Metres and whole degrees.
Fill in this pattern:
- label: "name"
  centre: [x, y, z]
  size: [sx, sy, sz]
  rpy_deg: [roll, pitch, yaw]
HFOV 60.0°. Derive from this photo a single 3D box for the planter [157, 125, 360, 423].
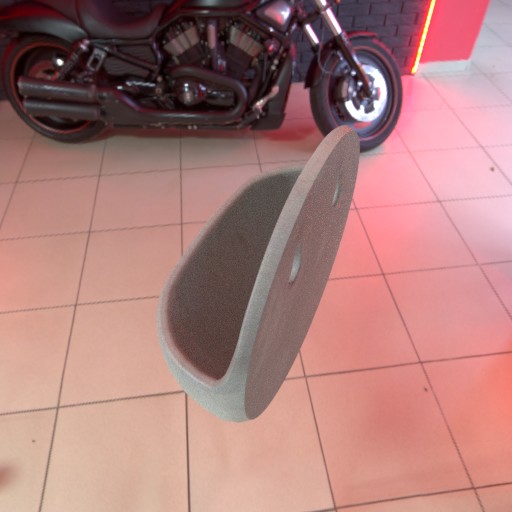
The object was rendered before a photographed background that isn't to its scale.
- label: "planter"
  centre: [0.000, 0.000, 0.271]
  size: [0.073, 0.164, 0.190]
  rpy_deg: [19, 50, 17]
